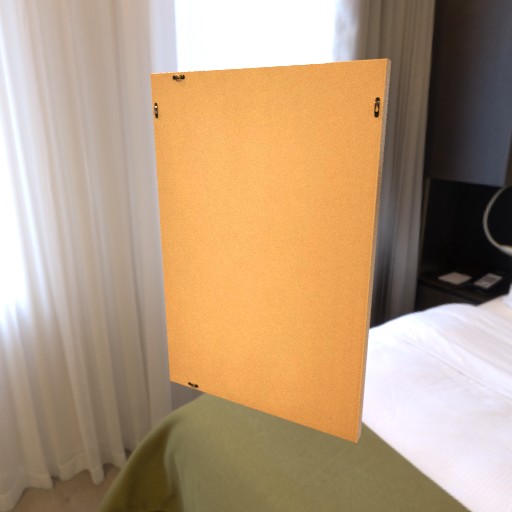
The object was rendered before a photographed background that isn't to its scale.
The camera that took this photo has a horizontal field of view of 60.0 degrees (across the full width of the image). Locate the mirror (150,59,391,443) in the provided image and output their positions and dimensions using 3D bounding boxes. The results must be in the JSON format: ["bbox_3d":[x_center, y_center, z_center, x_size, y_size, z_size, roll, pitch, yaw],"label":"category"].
[{"bbox_3d":[0.000,0.000,1.164,0.609,0.915,0.041,9,19,27],"label":"mirror"}]
